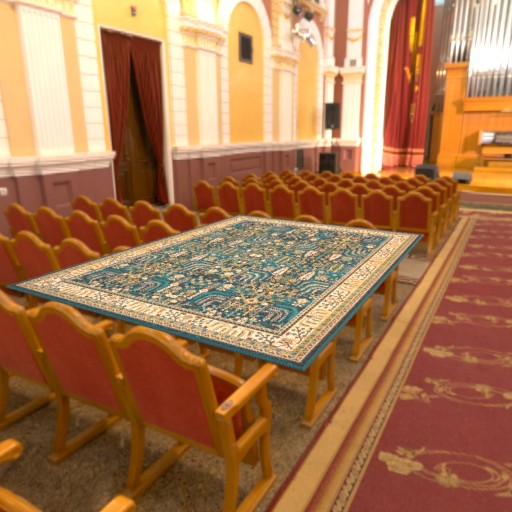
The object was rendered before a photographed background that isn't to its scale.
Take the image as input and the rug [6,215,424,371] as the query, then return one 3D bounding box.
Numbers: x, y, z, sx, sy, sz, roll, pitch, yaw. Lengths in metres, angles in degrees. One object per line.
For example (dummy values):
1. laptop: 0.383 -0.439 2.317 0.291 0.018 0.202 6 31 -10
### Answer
1. rug: 0.000 0.000 3.785 2.226 0.015 3.044 9 18 28
